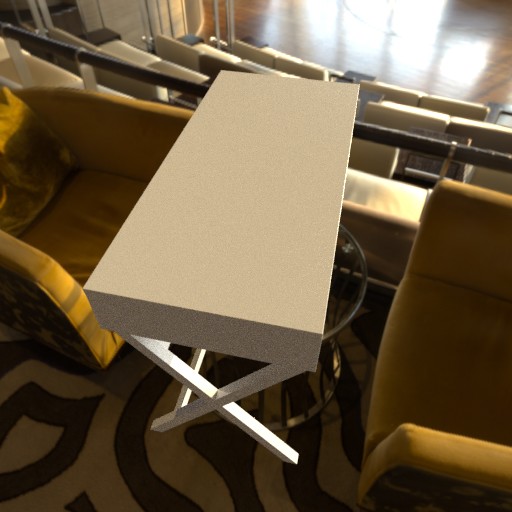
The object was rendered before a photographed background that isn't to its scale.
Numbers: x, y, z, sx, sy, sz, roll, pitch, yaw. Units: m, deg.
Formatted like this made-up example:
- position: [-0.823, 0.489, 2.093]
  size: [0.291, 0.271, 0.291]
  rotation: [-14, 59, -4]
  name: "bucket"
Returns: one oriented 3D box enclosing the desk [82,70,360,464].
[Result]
- position: [0.000, 0.000, 1.526]
  size: [0.509, 0.780, 1.059]
  rotation: [10, 48, 9]
  name: "desk"
